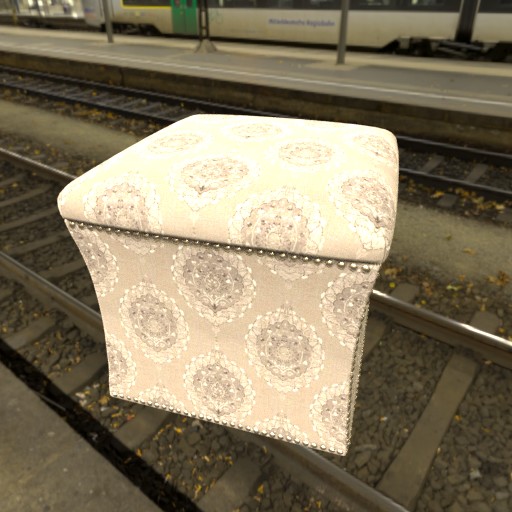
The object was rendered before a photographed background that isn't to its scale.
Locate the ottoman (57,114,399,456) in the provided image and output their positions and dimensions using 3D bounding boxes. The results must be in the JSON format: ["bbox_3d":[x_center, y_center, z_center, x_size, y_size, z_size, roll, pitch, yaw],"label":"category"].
[{"bbox_3d":[0.000,0.000,0.893,0.497,0.473,0.507,9,32,14],"label":"ottoman"}]
